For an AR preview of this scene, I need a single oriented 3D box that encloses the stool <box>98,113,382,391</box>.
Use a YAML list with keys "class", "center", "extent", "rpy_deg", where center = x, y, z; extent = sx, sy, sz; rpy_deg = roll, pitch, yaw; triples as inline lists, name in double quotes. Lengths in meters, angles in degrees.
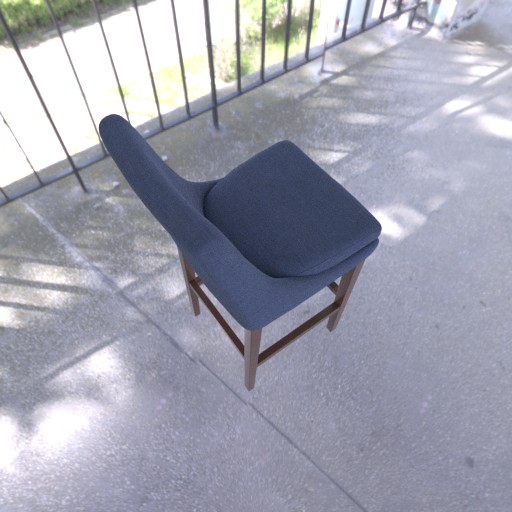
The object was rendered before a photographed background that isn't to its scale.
- class: "stool"
  center: [0.000, 0.000, 1.381]
  extent: [0.577, 1.078, 0.470]
  rpy_deg: [-32, 63, -18]
